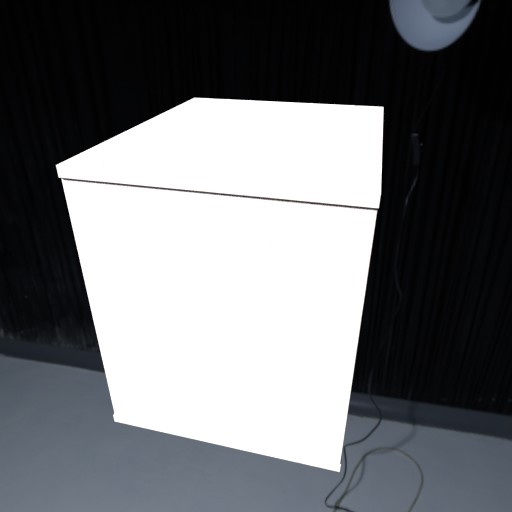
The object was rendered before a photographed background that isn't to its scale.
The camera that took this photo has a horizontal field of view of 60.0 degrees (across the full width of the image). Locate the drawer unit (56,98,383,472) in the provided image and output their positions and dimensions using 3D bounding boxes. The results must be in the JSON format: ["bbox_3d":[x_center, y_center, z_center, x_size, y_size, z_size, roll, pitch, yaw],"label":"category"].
[{"bbox_3d":[0.000,0.000,0.608,0.290,0.344,0.349,7,30,12],"label":"drawer unit"}]
